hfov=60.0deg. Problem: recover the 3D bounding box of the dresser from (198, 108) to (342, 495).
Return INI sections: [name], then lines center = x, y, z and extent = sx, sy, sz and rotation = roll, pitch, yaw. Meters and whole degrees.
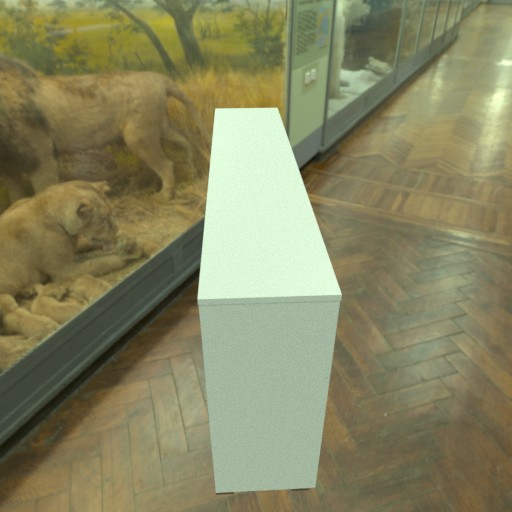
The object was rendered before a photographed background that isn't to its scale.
[dresser]
center = 0.000, 0.000, 1.826
extent = 0.333, 0.790, 1.535
rotation = -2, 33, -2
